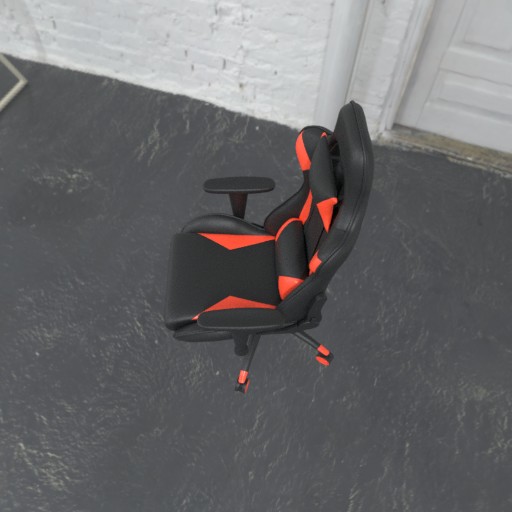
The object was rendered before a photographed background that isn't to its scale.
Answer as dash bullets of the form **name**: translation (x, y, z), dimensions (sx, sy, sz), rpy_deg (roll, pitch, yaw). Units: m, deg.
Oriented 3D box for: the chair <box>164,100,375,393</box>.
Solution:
- **chair**: translation (0.000, 0.000, 1.695), dimensions (0.730, 1.282, 0.695), rpy_deg (-2, 57, -1)
